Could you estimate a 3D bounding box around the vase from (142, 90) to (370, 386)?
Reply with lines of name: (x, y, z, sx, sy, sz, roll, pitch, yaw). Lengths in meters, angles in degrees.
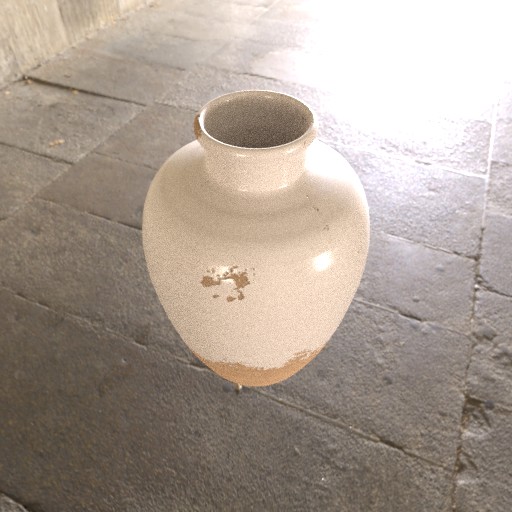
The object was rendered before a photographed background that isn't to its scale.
vase: (0.000, 0.000, 0.334, 0.158, 0.228, 0.158, 0, 46, 0)
